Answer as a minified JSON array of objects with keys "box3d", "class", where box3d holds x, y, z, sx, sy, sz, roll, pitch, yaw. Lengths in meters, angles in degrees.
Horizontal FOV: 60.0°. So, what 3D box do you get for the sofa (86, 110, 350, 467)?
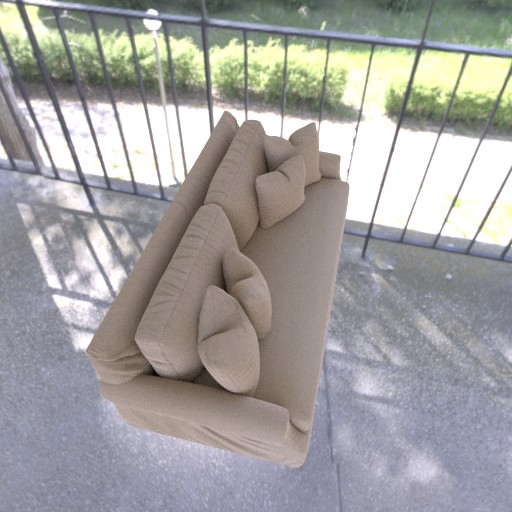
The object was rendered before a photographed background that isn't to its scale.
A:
[{"box3d":[0.000,0.000,2.851,1.067,0.904,2.285,10,48,9],"class":"sofa"}]
